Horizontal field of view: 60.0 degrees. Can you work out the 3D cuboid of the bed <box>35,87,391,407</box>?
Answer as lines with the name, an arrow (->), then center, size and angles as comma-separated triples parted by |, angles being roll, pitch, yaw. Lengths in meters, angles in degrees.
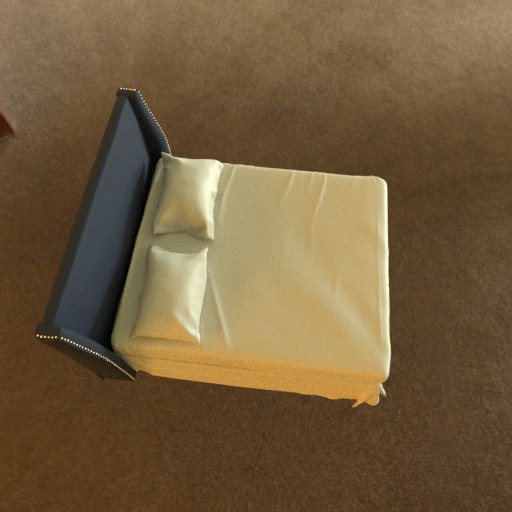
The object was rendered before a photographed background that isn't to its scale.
bed -> 0.000, 0.000, 3.373 | 2.276, 1.332, 1.925 | 6, 64, 3
